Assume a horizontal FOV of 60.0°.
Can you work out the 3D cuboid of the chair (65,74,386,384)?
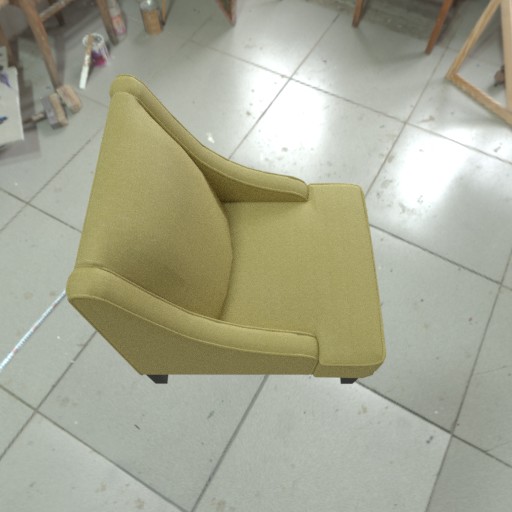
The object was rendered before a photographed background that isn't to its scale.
[{"bbox_3d":[0.000,0.000,1.464,0.814,0.896,0.696,0,62,0],"label":"chair"}]
